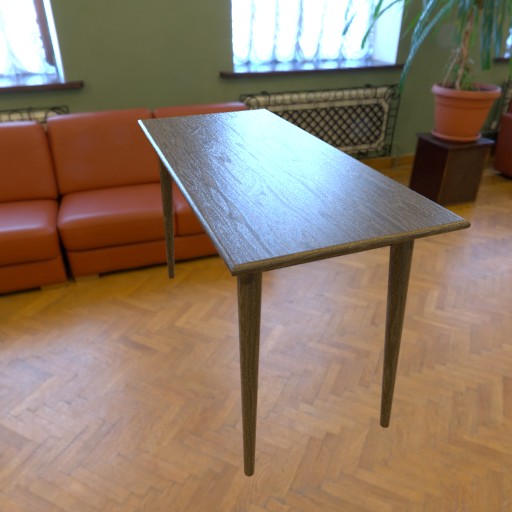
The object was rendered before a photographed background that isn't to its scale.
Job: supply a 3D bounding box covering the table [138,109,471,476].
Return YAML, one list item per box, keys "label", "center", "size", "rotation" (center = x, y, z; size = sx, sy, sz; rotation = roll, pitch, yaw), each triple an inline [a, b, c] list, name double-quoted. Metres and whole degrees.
- label: "table"
  center: [0.000, 0.000, 1.680]
  size: [0.599, 0.780, 1.300]
  rotation: [-11, 32, -18]
